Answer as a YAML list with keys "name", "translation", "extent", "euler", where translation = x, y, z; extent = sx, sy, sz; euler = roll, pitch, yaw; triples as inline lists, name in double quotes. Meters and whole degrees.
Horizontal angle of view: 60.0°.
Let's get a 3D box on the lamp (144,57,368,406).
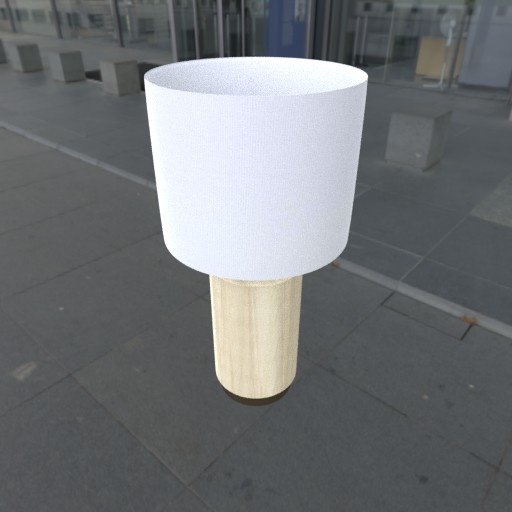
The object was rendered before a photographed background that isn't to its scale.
- name: "lamp"
  translation: [0.000, 0.000, 0.573]
  extent: [0.228, 0.444, 0.228]
  euler: [-19, 36, -28]
